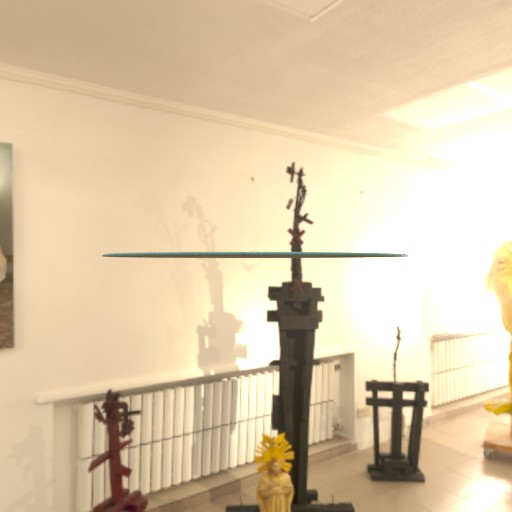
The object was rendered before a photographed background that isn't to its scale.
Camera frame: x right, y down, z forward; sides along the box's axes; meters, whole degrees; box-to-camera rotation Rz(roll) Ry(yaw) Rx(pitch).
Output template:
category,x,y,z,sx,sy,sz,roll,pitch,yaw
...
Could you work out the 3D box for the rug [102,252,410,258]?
category,x,y,z,sx,sy,sz,roll,pitch,yaw
rug,0.000,0.000,2.430,1.593,0.012,1.593,0,-1,0
